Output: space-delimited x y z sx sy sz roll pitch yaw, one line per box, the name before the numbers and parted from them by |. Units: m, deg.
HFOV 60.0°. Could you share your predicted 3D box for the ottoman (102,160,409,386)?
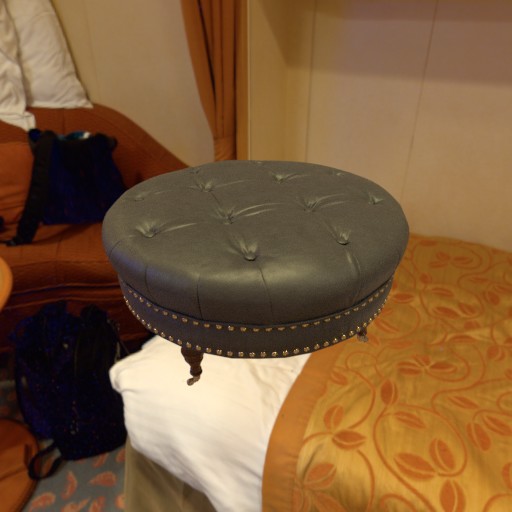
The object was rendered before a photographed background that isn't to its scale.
ottoman | 0.000 0.000 1.425 0.901 0.439 0.901 0 30 0
